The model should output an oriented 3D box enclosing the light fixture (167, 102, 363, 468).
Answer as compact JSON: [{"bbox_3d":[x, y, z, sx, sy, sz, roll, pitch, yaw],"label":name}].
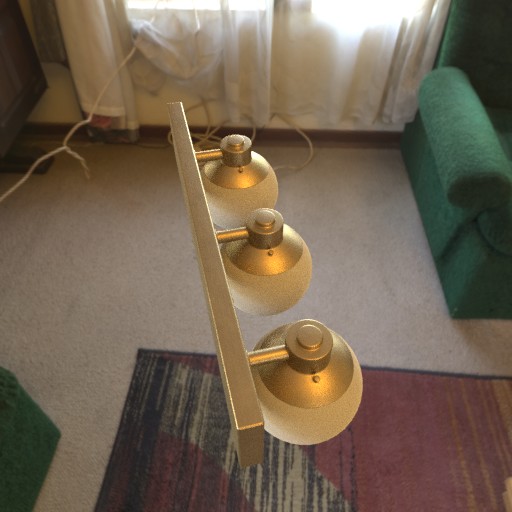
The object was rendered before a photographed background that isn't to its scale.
[{"bbox_3d":[0.000,0.000,0.832,0.218,0.263,0.721,-10,49,-9],"label":"light fixture"}]
